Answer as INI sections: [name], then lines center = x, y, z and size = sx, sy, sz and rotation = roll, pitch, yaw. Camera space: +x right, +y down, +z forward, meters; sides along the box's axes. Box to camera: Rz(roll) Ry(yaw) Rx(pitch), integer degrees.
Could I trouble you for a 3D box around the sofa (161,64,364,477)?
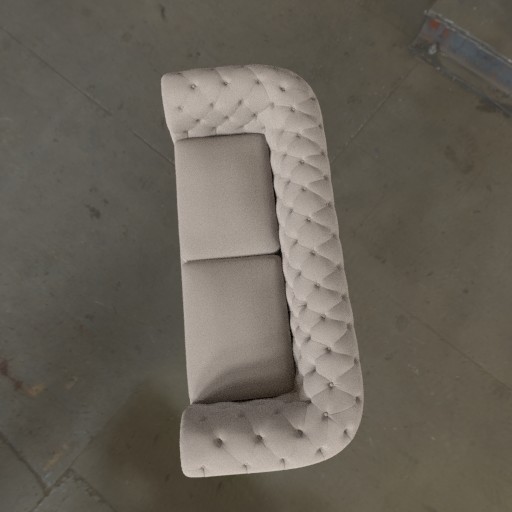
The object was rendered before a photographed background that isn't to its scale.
[sofa]
center = 0.000, 0.000, 2.805
size = 0.991, 0.749, 2.411
rotation = -5, 75, -1
